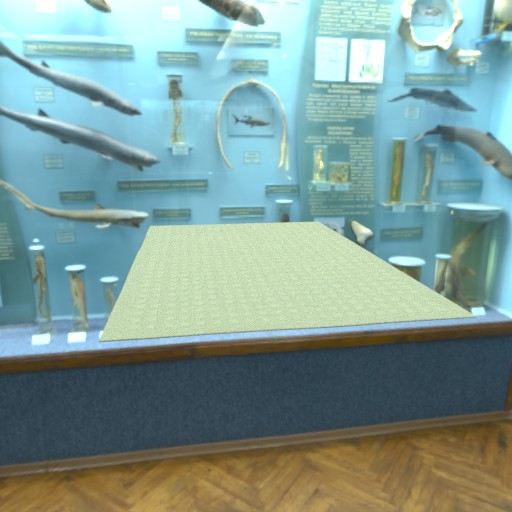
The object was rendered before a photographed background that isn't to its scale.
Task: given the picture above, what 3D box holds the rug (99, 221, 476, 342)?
[{"bbox_3d":[0.000,0.000,2.144,1.143,0.006,1.747,-2,15,-8],"label":"rug"}]
